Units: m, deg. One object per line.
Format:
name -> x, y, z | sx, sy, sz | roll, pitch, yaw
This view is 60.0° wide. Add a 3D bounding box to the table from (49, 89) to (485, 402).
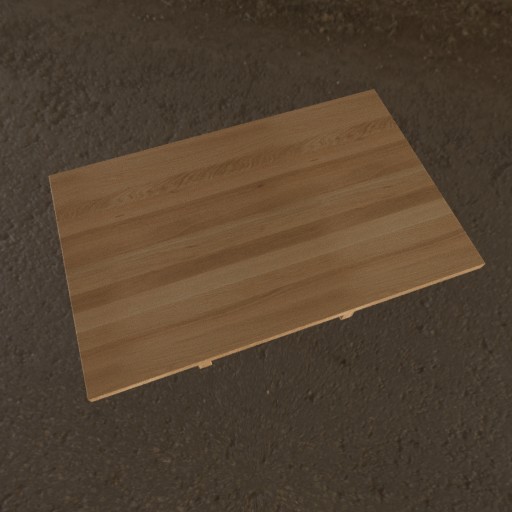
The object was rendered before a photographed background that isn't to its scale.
table -> 0.000, 0.000, 1.520 | 1.100, 0.510, 0.700 | -17, 65, -8
